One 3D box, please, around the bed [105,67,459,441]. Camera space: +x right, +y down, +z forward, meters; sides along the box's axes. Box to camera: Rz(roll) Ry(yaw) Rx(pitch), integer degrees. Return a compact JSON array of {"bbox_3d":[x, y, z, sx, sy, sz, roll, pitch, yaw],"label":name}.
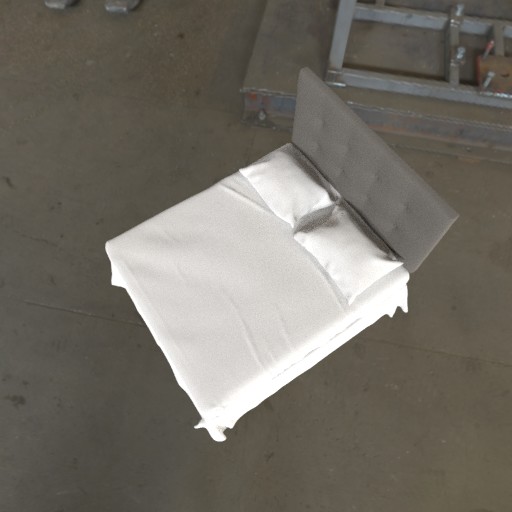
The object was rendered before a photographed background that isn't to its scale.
[{"bbox_3d":[0.000,0.000,3.554,2.222,1.577,1.936,-31,68,-14],"label":"bed"}]
